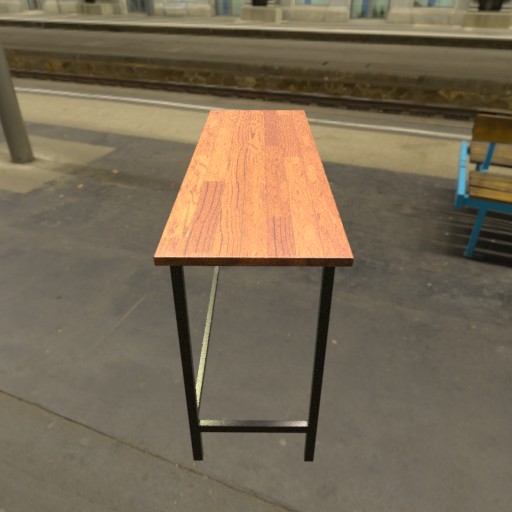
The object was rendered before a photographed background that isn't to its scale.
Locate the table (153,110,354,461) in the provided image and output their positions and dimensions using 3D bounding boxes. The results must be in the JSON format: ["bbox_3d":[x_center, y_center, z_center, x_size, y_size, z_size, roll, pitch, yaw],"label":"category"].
[{"bbox_3d":[0.000,0.000,1.604,0.408,0.740,1.204,0,32,0],"label":"table"}]
